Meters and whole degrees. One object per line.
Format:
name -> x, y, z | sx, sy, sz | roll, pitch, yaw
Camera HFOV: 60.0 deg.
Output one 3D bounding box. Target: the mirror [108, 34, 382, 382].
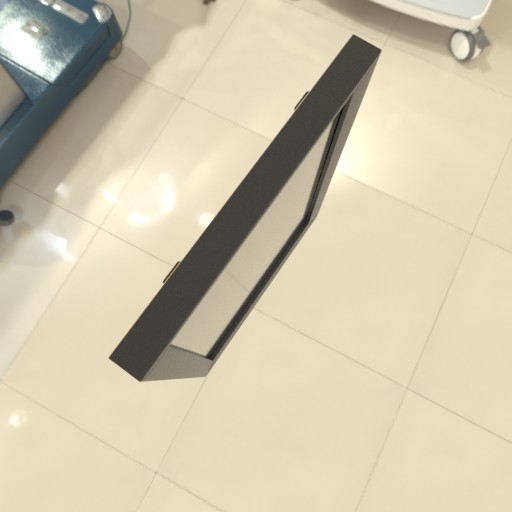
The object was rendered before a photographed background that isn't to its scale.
mirror -> 0.000, 0.000, 0.668 | 0.041, 0.508, 0.405 | 34, 78, 8
